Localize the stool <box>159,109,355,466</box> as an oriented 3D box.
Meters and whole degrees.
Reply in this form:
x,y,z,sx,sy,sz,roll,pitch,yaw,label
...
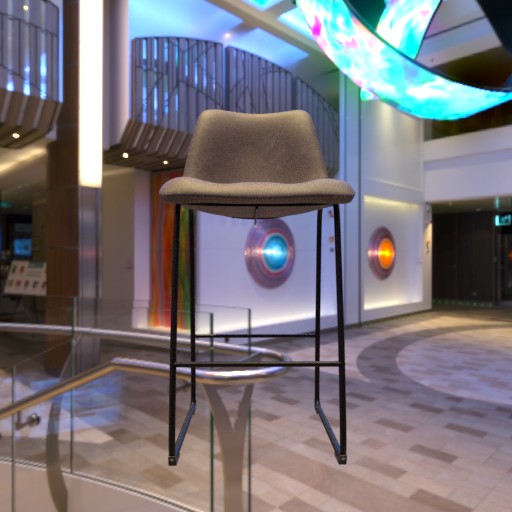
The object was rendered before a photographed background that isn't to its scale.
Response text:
x,y,z,sx,sy,sz,roll,pitch,yaw,label
0.000,0.000,1.386,0.514,1.082,0.561,0,0,-1,stool
